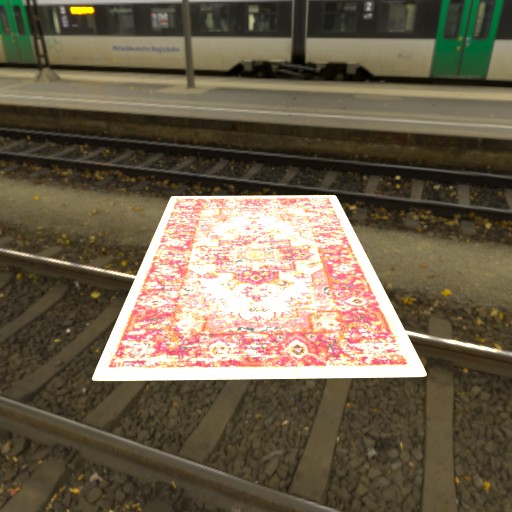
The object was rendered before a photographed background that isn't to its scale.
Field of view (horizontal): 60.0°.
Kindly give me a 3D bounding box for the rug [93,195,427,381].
[{"bbox_3d":[0.000,0.000,1.115,0.556,0.004,0.868,0,28,-1],"label":"rug"}]
